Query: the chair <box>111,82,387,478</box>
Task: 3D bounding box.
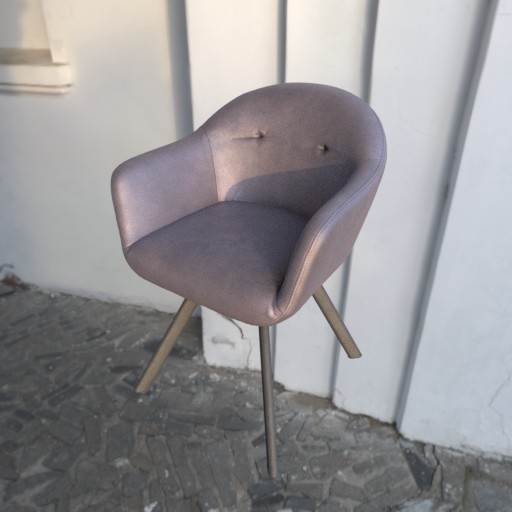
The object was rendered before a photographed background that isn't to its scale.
[{"bbox_3d":[0.000,0.000,1.146,0.567,0.781,0.544,19,34,30],"label":"chair"}]
